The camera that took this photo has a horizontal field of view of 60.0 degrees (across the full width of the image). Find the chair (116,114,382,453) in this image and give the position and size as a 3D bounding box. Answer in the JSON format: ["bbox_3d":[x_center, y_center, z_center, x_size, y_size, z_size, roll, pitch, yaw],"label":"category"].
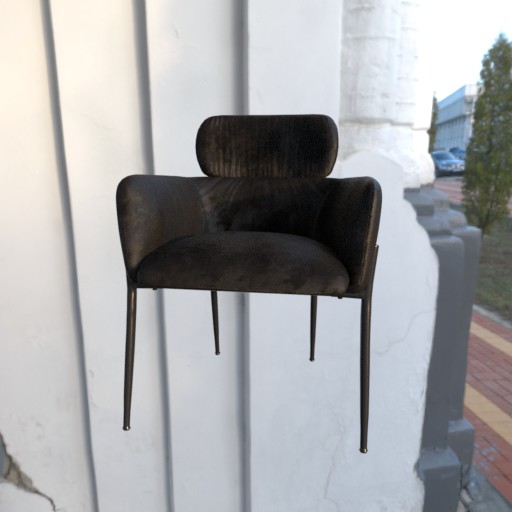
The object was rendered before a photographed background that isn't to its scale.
[{"bbox_3d":[0.000,0.000,1.279,0.640,0.818,0.604,2,14,8],"label":"chair"}]
